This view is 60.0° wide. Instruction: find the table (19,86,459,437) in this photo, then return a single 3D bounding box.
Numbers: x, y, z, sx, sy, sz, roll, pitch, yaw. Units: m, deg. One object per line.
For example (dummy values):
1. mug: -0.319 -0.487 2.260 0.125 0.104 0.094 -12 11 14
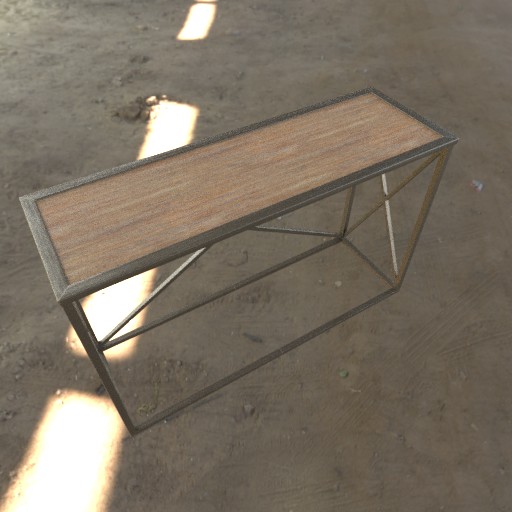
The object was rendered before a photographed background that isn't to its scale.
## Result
1. table: 0.000 0.000 1.537 1.216 0.753 0.402 -24 51 -21
